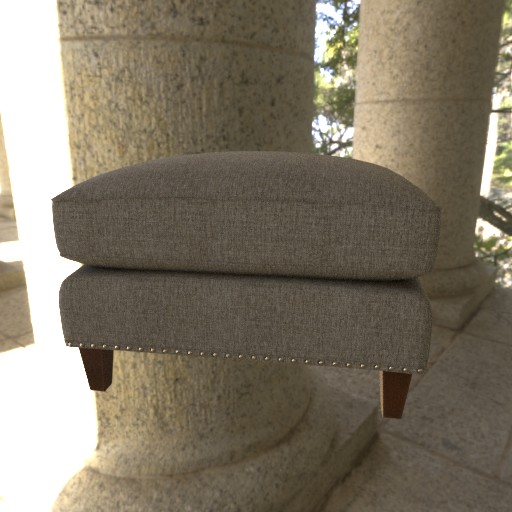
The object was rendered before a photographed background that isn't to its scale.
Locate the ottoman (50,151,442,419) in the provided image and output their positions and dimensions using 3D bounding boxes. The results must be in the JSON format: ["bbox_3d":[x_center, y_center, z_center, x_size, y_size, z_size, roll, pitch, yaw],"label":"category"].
[{"bbox_3d":[0.000,0.000,1.115,0.741,0.513,0.584,2,15,9],"label":"ottoman"}]
